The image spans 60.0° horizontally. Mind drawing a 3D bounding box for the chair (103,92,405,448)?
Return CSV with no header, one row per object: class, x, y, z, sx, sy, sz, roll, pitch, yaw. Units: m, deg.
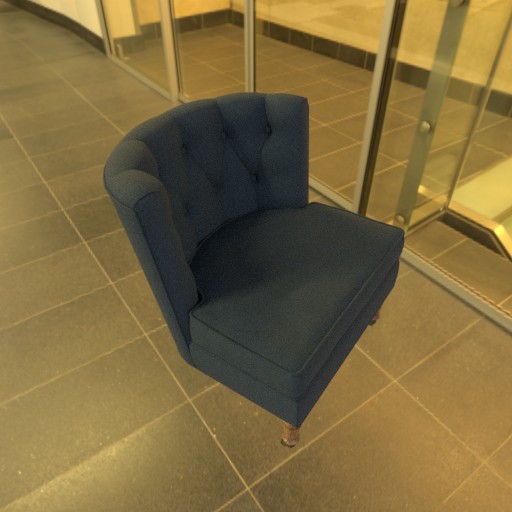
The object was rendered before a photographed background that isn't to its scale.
chair,0.000,0.000,1.367,0.718,0.771,0.740,24,46,26
